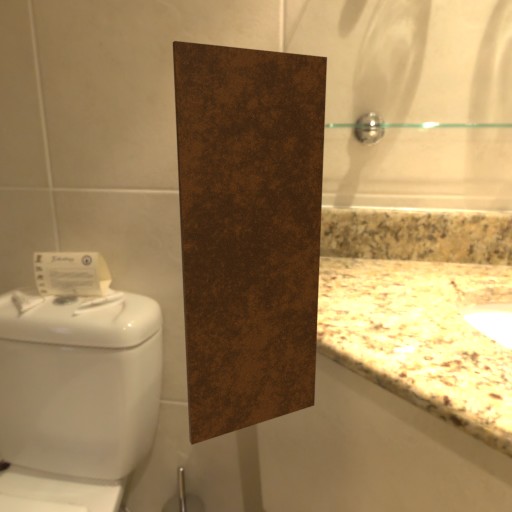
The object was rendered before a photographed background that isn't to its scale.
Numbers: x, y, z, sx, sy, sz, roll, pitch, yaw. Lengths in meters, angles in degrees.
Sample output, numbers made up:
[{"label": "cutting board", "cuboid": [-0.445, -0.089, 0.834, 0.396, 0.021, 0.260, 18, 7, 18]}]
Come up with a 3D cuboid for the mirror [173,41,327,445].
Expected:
[{"label": "mirror", "cuboid": [0.000, 0.000, 2.372, 0.812, 2.031, 0.032, -7, 16, -27]}]
